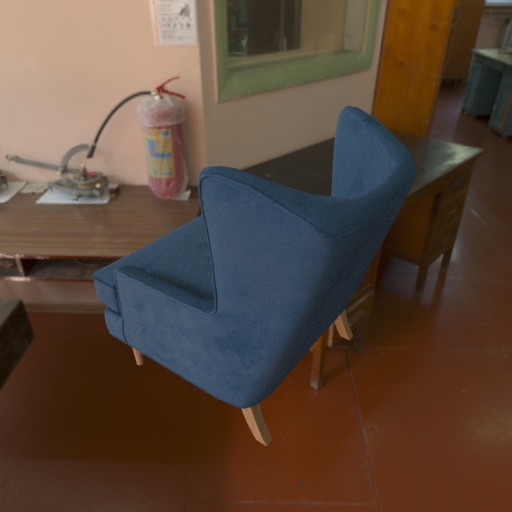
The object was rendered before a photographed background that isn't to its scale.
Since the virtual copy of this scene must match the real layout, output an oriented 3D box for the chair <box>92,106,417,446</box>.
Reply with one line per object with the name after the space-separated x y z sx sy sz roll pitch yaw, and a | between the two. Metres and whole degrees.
0.000 0.000 1.598 0.910 0.952 0.793 21 37 30 | chair
